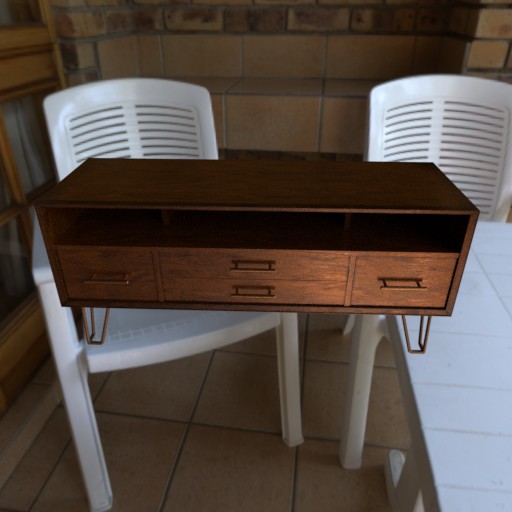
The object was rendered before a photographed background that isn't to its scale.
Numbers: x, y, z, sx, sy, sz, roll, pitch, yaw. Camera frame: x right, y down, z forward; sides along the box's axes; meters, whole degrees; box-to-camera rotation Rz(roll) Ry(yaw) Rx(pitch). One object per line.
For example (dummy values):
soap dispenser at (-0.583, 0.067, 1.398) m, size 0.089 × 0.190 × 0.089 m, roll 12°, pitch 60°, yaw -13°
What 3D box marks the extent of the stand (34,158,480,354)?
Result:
stand at (0.000, 0.000, 1.711) m, size 1.372 × 0.610 × 0.481 m, roll 1°, pitch 30°, yaw 2°
